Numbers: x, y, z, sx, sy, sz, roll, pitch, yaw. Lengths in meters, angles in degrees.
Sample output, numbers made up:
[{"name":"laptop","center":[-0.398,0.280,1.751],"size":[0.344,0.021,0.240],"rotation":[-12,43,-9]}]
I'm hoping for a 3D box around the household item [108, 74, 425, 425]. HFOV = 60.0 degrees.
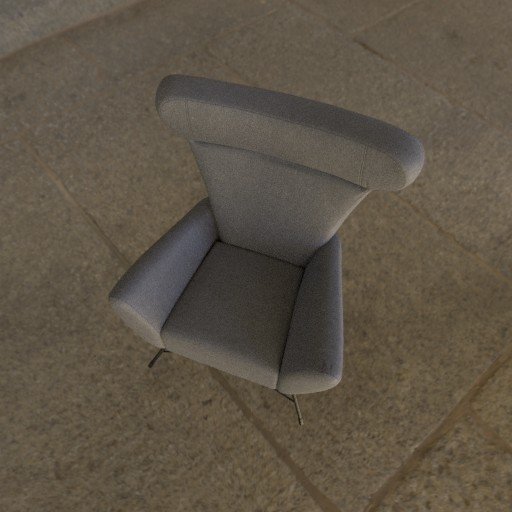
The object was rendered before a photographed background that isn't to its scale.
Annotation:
[{"name":"household item","center":[0.000,0.000,1.795],"size":[0.980,1.050,0.900],"rotation":[17,60,10]}]
